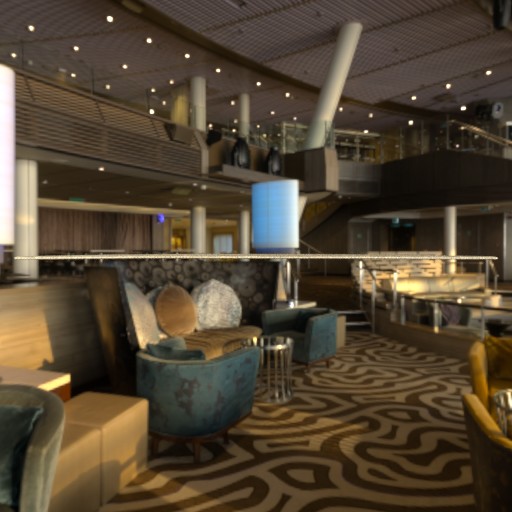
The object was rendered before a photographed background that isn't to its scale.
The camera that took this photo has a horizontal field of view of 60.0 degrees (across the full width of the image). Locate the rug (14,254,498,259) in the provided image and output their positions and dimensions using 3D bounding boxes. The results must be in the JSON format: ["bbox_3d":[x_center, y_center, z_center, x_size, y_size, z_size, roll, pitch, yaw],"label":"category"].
[{"bbox_3d":[0.000,0.000,3.040,2.498,0.022,1.535,0,1,0],"label":"rug"}]
